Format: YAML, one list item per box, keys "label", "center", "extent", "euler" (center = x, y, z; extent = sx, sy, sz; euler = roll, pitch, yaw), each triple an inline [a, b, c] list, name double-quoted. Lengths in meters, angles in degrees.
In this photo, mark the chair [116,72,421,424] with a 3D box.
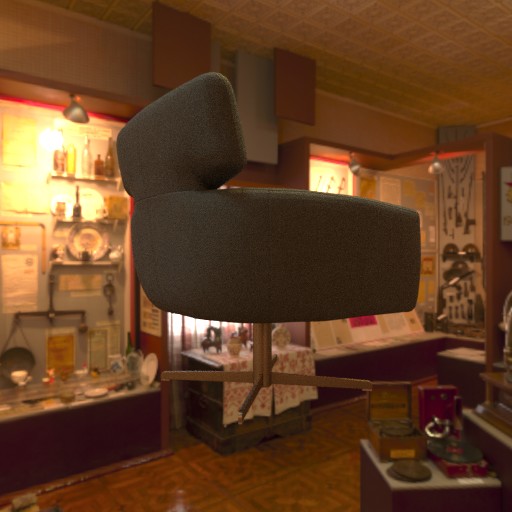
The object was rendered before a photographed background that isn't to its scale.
- label: "chair"
  center: [0.000, 0.000, 1.384]
  extent: [0.761, 0.813, 0.738]
  euler: [0, 0, -35]
